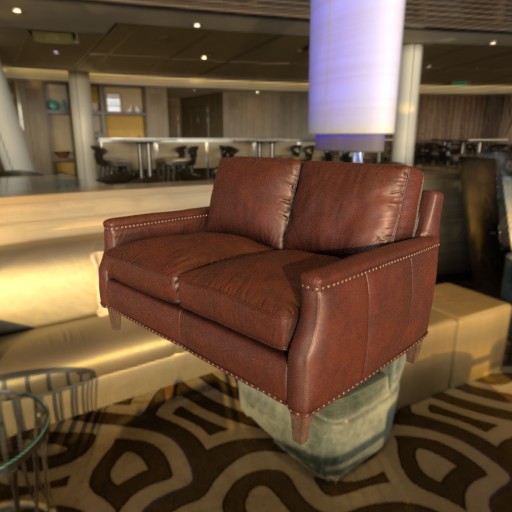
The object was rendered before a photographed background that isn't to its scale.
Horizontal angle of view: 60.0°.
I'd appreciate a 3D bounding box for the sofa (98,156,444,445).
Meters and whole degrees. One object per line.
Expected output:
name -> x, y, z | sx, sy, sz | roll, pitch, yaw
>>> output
sofa -> 0.000, 0.000, 2.370 | 1.083, 1.003, 1.628 | -14, 20, -43
